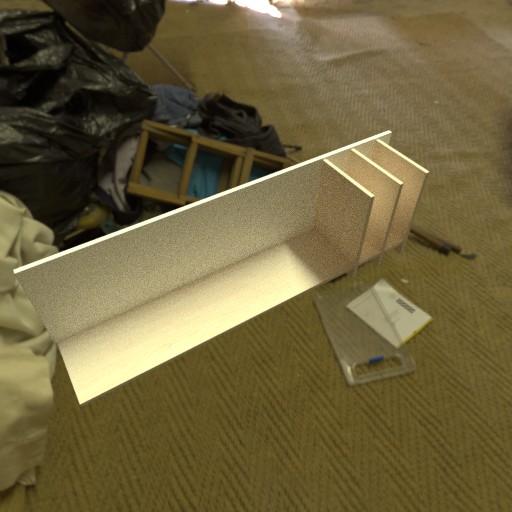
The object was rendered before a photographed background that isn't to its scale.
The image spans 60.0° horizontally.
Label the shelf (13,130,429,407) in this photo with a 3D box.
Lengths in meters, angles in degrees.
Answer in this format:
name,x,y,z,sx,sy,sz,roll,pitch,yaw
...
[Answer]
name,x,y,z,sx,sy,sz,roll,pitch,yaw
shelf,0.000,0.000,1.122,1.020,0.300,0.200,-24,50,-22
